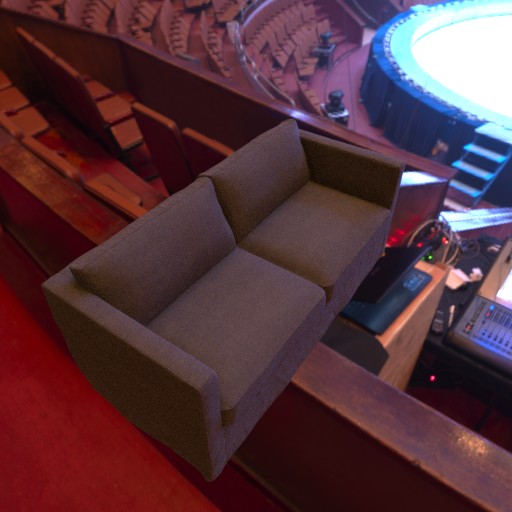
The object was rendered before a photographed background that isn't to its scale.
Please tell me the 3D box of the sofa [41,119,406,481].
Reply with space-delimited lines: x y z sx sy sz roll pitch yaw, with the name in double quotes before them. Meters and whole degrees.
"sofa" 0.000 0.000 2.507 0.953 0.855 1.982 25 47 26
